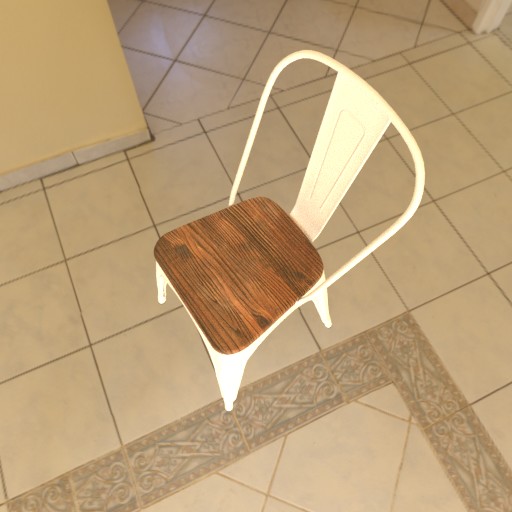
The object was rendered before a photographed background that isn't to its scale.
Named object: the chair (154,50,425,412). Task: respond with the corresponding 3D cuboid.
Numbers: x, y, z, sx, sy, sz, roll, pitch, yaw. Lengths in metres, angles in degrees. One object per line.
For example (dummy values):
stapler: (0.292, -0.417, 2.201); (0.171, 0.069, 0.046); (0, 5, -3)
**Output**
chair: (0.000, 0.000, 1.142); (0.521, 0.851, 0.452); (-31, 68, -15)
